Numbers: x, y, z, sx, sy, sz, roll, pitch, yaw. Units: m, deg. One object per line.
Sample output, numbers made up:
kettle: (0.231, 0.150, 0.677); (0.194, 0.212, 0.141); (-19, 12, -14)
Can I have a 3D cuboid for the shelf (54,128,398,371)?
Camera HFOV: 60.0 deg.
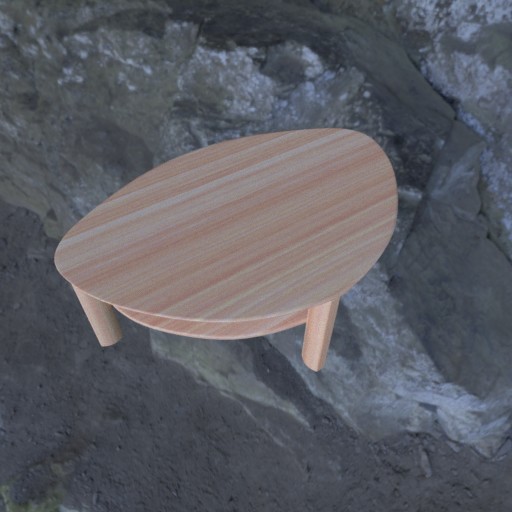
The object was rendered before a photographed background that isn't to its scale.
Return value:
shelf: (0.000, 0.000, 1.625); (1.246, 0.440, 0.845); (-26, 52, -22)
